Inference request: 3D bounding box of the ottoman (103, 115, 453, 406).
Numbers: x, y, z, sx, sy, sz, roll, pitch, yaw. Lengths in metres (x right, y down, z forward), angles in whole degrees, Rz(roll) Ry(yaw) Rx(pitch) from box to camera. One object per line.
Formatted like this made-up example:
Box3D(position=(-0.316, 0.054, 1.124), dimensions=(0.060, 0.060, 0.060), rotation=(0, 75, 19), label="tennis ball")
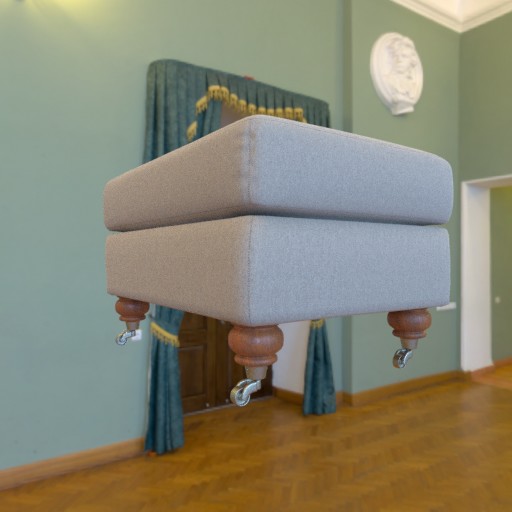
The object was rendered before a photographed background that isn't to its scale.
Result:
Box3D(position=(0.000, 0.000, 1.121), dimensions=(0.574, 0.497, 0.773), rotation=(0, 0, -35), label="ottoman")
